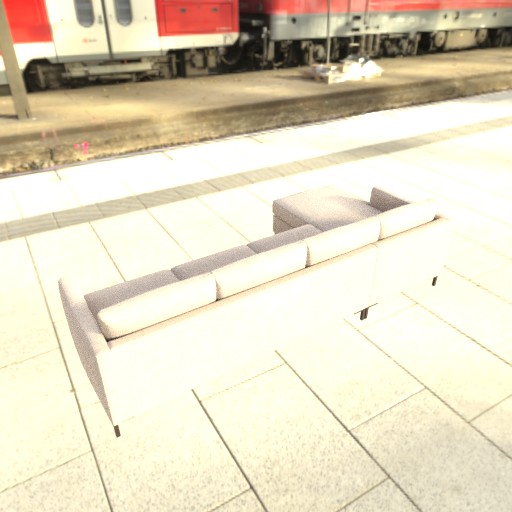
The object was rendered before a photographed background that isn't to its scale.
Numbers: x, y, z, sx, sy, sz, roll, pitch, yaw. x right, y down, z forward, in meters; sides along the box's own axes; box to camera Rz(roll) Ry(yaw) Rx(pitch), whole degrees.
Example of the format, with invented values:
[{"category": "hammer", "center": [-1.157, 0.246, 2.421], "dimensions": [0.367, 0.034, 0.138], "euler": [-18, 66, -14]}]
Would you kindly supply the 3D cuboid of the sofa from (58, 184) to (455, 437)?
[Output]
[{"category": "sofa", "center": [0.000, 0.000, 3.515], "dimensions": [2.923, 0.816, 1.469], "euler": [-18, 36, -28]}]
